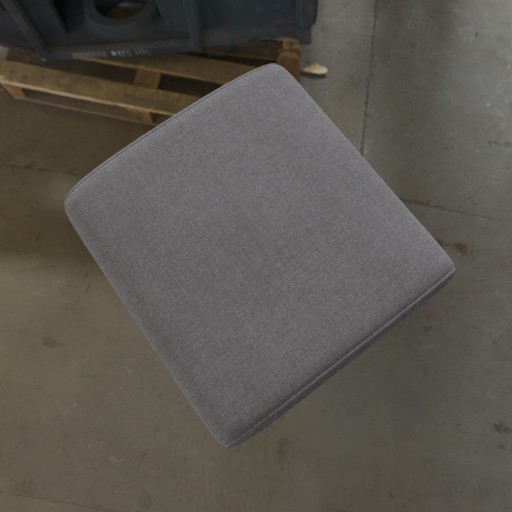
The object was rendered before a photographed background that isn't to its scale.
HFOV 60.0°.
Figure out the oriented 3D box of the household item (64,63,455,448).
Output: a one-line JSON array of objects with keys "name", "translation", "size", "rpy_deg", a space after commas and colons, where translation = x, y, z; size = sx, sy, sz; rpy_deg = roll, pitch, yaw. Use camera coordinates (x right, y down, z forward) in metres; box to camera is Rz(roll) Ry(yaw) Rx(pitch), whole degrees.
[{"name": "household item", "translation": [0.000, 0.000, 0.899], "size": [0.530, 0.410, 0.530], "rpy_deg": [-35, 78, -8]}]
